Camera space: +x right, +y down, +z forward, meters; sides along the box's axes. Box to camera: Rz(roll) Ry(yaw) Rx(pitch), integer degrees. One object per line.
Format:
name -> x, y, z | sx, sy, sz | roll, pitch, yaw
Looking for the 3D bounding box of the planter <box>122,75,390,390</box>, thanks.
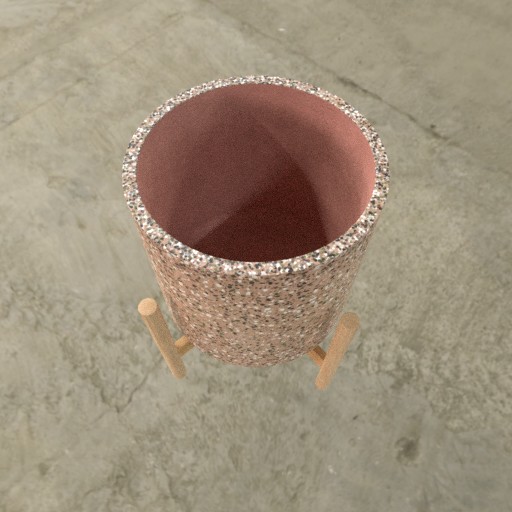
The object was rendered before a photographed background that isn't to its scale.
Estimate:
planter -> 0.000, 0.000, 0.685 | 0.360, 0.419, 0.360 | -16, 60, -9
